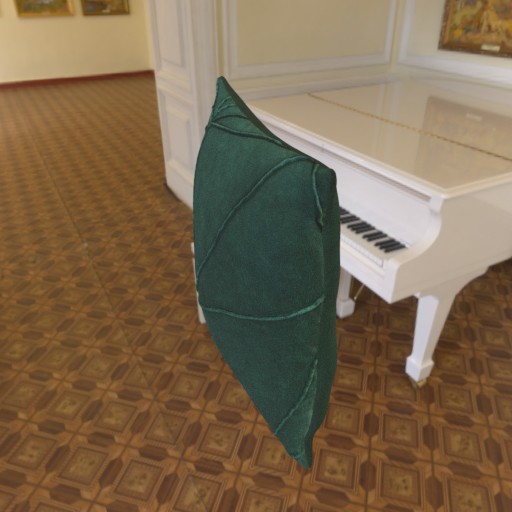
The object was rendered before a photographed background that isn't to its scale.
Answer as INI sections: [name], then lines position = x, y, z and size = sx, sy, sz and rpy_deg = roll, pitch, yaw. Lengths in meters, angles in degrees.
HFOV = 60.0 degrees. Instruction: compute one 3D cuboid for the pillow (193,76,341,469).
[pillow]
position = 0.000, 0.000, 0.664
size = 0.184, 0.440, 0.439
rpy_deg = -9, 33, -14
